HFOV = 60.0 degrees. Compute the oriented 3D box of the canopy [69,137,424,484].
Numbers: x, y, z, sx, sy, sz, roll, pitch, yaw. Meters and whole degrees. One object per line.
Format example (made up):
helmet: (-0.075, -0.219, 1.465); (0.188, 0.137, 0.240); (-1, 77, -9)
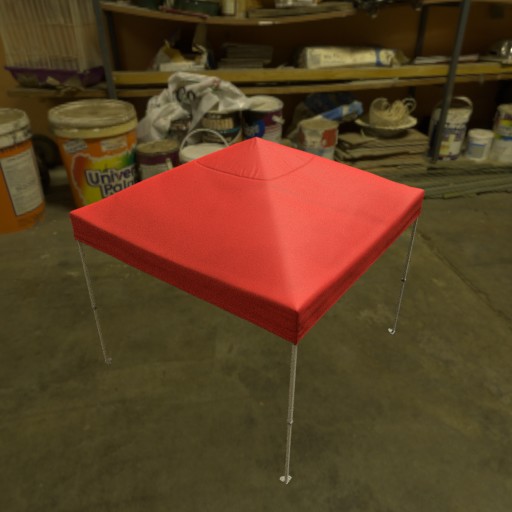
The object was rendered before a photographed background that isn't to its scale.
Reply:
canopy: (0.000, 0.000, 5.563); (2.998, 2.997, 2.996); (21, 37, 31)
